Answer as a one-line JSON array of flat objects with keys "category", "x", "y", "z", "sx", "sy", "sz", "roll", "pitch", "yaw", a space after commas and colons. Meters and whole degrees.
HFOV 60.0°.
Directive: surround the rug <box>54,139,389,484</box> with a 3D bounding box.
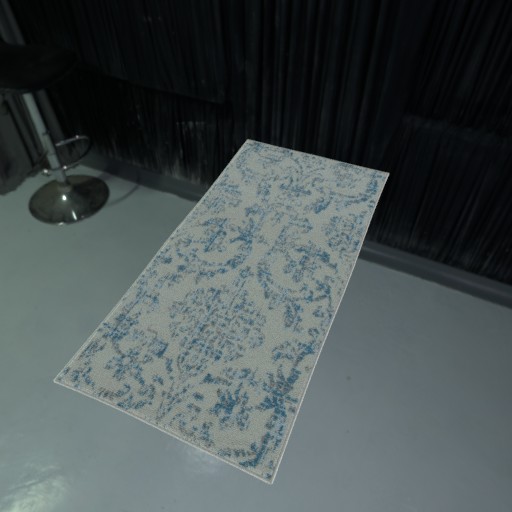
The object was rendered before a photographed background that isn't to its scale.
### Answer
[{"category": "rug", "x": 0.000, "y": 0.000, "z": 1.426, "sx": 0.605, "sy": 0.007, "sz": 1.220, "roll": 18, "pitch": 50, "yaw": 16}]
